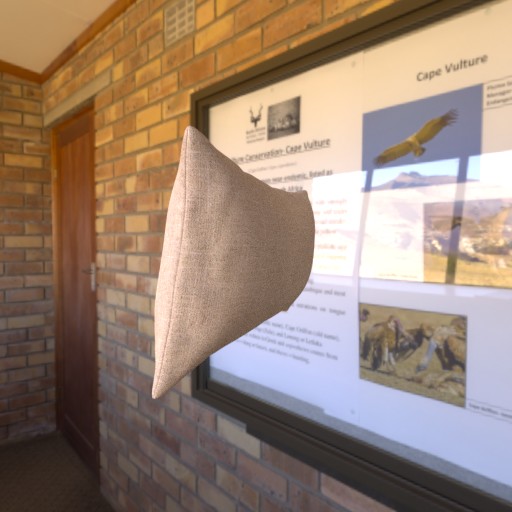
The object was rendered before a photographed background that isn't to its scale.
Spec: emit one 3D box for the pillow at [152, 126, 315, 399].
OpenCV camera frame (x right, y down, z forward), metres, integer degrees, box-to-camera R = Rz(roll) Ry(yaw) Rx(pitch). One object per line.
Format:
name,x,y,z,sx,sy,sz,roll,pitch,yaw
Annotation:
pillow,0.000,0.000,0.744,0.155,0.282,0.612,1,2,17
